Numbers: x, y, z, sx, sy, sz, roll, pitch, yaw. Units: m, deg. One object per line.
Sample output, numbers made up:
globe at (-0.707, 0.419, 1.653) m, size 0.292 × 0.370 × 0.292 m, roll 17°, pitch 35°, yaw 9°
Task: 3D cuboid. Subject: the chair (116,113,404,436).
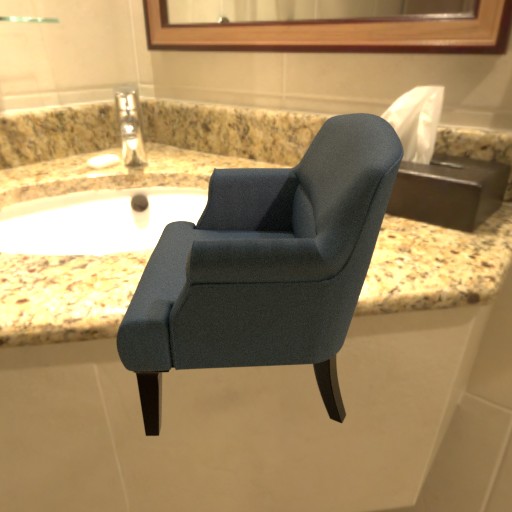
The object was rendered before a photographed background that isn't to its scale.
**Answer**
chair at (0.000, 0.000, 1.454) m, size 0.754 × 0.878 × 0.770 m, roll 0°, pitch 26°, yaw -1°
